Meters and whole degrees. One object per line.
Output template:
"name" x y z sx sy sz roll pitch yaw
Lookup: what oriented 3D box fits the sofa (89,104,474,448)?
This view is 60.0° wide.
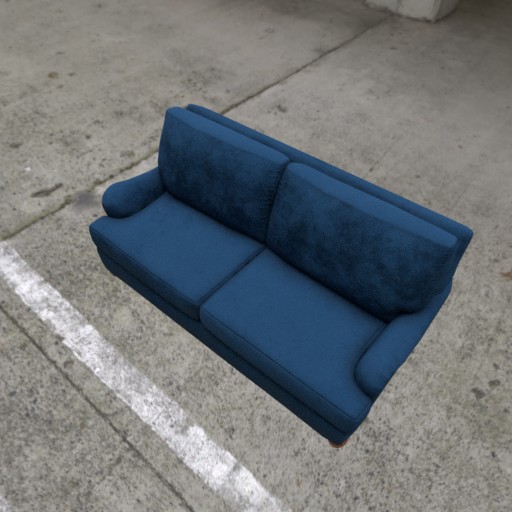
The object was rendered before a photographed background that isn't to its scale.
"sofa" 0.000 0.000 2.778 2.141 1.101 1.084 31 55 26
